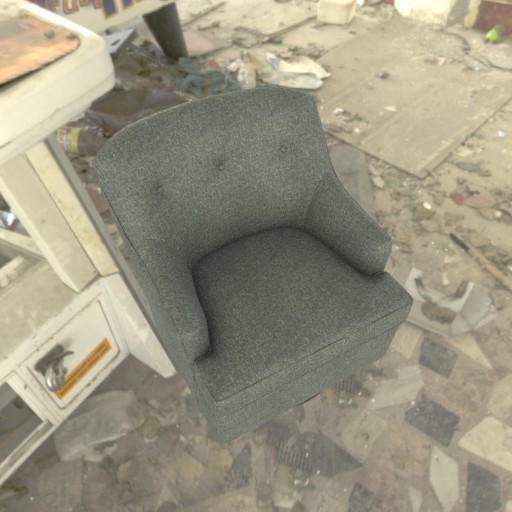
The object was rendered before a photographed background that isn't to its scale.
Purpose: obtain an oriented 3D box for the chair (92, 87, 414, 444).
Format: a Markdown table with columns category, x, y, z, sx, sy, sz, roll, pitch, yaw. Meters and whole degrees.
| category | x | y | z | sx | sy | sz | roll | pitch | yaw |
| --- | --- | --- | --- | --- | --- | --- | --- | --- | --- |
| chair | 0.000 | 0.000 | 1.657 | 0.864 | 0.856 | 0.923 | -22 | 52 | -19 |
